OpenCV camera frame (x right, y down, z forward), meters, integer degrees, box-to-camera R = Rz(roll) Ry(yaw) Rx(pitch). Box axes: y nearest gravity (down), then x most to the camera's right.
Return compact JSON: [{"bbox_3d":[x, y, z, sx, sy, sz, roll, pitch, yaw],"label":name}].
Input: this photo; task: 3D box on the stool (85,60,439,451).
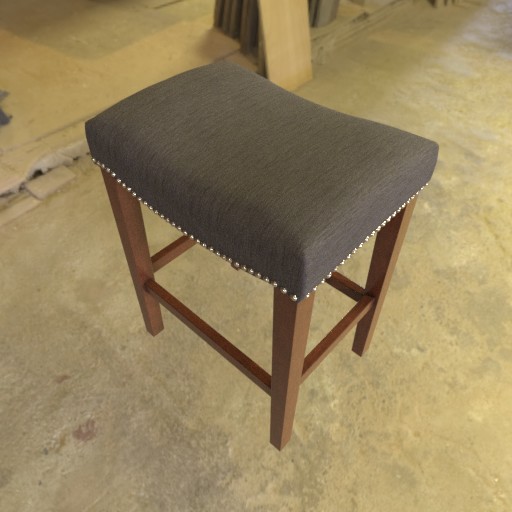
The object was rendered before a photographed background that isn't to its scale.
[{"bbox_3d":[0.000,0.000,0.962,0.504,0.654,0.372,33,55,28],"label":"stool"}]
